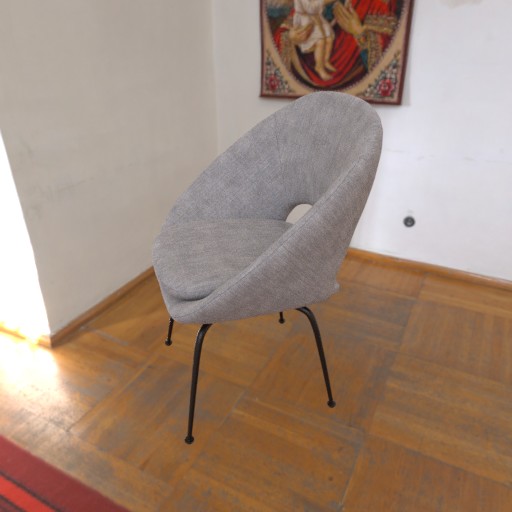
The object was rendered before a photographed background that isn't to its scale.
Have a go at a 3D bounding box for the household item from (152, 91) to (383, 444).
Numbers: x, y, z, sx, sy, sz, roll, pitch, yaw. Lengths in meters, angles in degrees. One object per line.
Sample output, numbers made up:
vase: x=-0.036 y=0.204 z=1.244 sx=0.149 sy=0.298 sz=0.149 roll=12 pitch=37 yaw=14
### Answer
household item: x=0.000 y=0.000 z=1.299 sx=0.587 sy=0.869 sz=0.643 roll=-9 pitch=30 yaw=-15
